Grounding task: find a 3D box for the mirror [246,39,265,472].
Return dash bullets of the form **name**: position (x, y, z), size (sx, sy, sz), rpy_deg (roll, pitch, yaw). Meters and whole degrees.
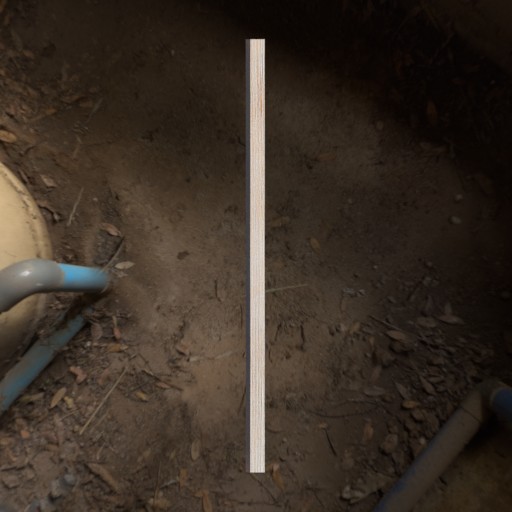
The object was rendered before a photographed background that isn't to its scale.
- **mirror**: position (0.000, 0.000, 1.188), size (0.032, 0.882, 0.730), rpy_deg (0, 90, 0)
